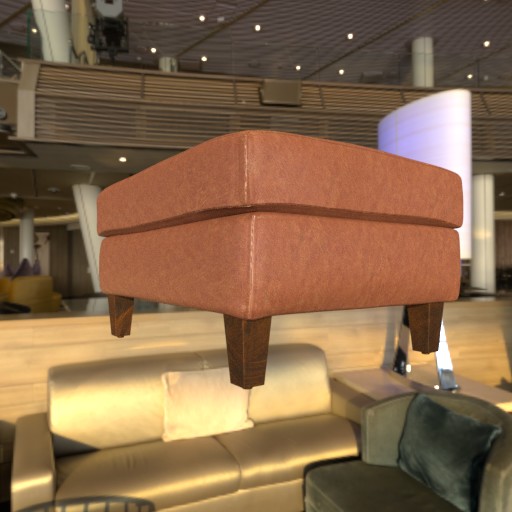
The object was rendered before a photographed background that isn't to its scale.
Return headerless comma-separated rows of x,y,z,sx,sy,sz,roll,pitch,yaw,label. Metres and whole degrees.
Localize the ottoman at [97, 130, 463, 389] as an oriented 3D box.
0.000,0.000,1.209,0.650,0.485,0.851,1,-2,-35,ottoman
